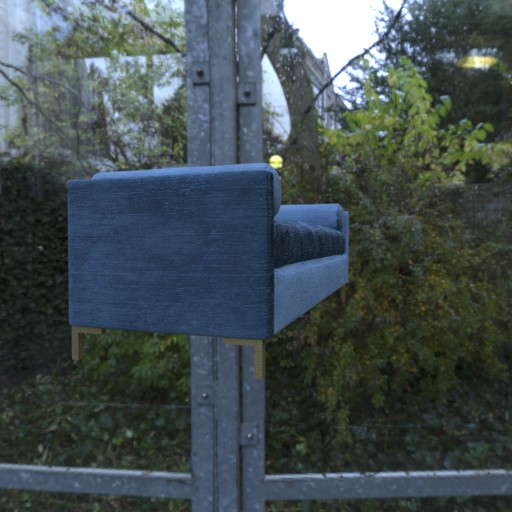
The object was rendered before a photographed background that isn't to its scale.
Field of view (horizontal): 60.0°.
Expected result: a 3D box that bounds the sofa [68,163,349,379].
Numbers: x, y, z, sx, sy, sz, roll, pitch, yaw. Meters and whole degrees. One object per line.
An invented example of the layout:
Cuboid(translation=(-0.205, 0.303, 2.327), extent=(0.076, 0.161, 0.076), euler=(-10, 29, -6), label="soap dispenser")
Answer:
Cuboid(translation=(0.000, 0.000, 2.474), extent=(0.796, 0.705, 2.102), euler=(1, 2, 18), label="sofa")
